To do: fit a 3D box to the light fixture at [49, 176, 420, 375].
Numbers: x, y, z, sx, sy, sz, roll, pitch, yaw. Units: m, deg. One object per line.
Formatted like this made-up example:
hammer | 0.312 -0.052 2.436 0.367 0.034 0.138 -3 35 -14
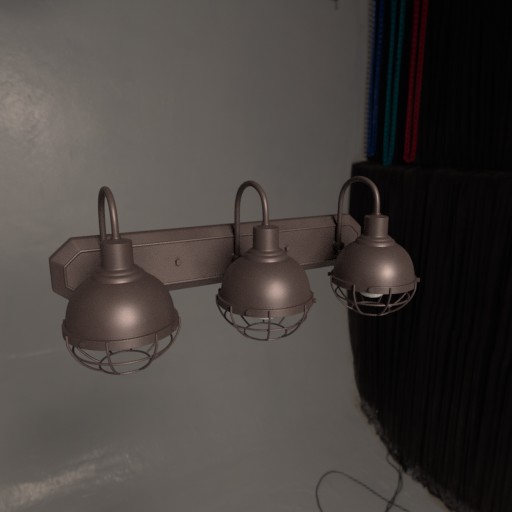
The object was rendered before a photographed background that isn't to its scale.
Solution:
light fixture | 0.000 0.000 0.761 0.634 0.254 0.229 -7 16 -27
